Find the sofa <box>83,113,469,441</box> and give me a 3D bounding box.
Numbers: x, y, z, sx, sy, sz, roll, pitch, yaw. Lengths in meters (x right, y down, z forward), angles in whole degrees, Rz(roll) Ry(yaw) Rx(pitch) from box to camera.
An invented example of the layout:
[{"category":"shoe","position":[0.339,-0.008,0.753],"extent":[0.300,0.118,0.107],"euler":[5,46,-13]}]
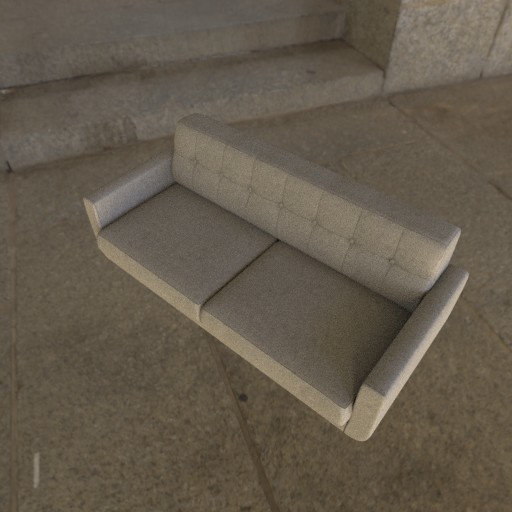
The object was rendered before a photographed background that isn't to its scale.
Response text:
[{"category":"sofa","position":[0.000,0.000,2.576],"extent":[2.055,0.873,0.968],"euler":[31,53,27]}]
